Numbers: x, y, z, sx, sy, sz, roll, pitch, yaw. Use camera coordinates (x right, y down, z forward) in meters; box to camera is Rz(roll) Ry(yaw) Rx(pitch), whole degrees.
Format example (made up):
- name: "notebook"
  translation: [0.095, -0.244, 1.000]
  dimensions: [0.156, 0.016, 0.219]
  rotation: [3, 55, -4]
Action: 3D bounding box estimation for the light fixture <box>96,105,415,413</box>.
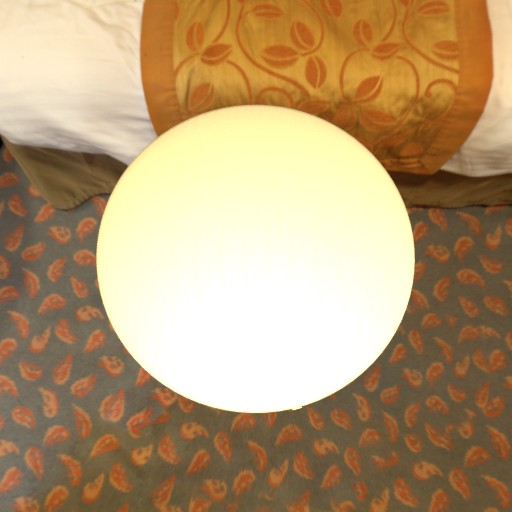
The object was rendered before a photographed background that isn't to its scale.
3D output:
- name: "light fixture"
  translation: [0.000, 0.000, 0.542]
  dimensions: [0.356, 0.102, 0.356]
  rotation: [0, 76, 0]
